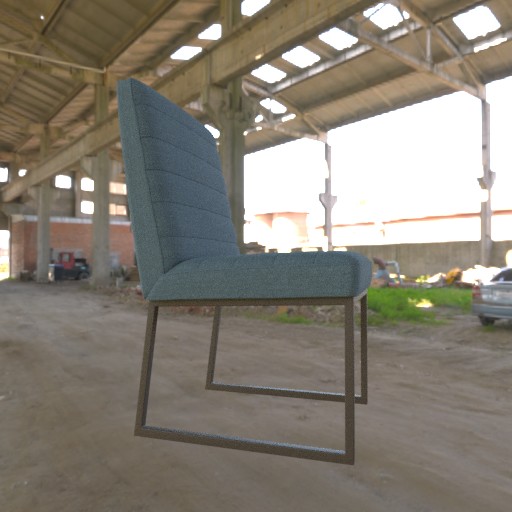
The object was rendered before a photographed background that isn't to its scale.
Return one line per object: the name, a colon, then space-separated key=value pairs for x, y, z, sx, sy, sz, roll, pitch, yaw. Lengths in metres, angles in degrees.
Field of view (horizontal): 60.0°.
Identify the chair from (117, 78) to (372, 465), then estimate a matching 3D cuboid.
chair: x=0.000 y=0.000 z=1.289 sx=0.634 sy=0.930 sz=0.520 roll=0 pitch=-1 yaw=18
